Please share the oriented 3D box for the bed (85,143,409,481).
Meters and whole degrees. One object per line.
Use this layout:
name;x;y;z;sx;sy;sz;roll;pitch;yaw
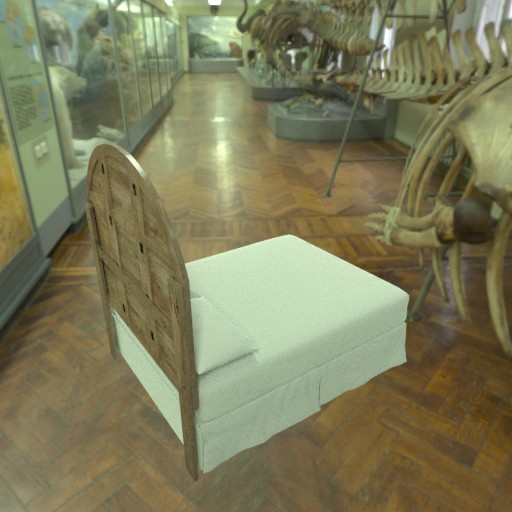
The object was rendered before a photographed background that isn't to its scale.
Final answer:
bed;0.000;0.000;3.559;2.112;2.002;1.713;-17;31;-31
